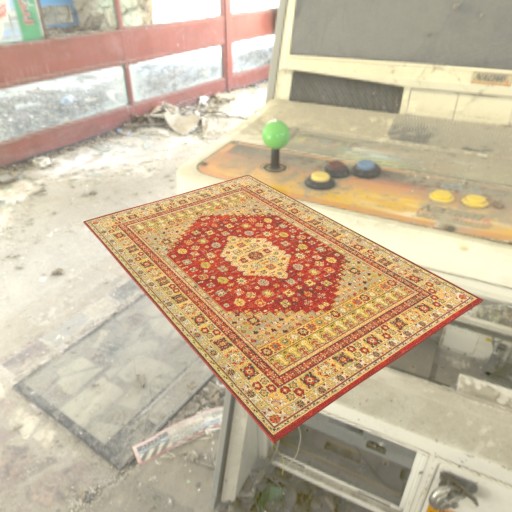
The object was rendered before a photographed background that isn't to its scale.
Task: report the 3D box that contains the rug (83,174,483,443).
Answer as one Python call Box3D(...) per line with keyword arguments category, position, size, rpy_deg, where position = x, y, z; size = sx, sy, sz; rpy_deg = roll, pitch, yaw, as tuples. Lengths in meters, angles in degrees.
Box3D(category="rug", position=(0.000, 0.000, 2.288), size=(1.194, 0.013, 1.802), rpy_deg=(-22, 39, -30))
